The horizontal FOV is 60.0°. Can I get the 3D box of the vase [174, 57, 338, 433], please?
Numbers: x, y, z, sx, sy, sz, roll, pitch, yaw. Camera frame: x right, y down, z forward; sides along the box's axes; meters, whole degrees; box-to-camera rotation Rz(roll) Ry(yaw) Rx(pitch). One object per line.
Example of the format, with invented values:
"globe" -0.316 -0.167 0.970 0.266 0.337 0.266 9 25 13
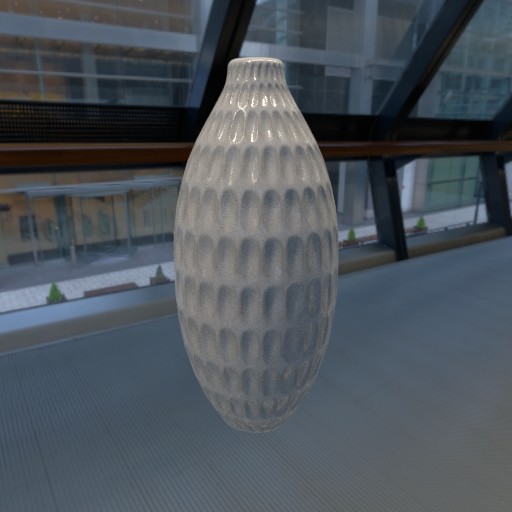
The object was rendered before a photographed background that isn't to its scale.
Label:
"vase" 0.000 0.000 0.347 0.127 0.282 0.127 0 16 0
